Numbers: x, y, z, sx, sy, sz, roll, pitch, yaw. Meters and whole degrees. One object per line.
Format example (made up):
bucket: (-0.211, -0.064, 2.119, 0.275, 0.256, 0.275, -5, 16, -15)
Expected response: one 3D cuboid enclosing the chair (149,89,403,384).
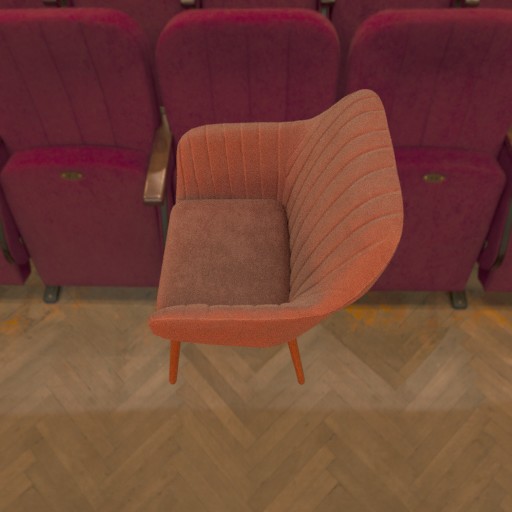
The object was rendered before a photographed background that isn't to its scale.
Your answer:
chair: (0.000, 0.000, 1.251, 0.570, 0.832, 0.610, 1, 57, 1)
